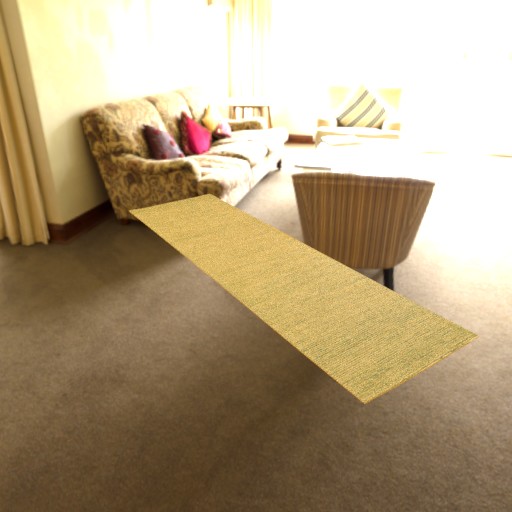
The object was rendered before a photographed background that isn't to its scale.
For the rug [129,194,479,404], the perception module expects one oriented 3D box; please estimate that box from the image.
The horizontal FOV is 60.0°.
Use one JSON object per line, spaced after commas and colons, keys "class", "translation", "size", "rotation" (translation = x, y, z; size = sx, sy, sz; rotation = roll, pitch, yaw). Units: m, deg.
{"class": "rug", "translation": [0.000, 0.000, 2.553], "size": [0.686, 0.013, 2.340], "rotation": [-16, 30, -30]}
